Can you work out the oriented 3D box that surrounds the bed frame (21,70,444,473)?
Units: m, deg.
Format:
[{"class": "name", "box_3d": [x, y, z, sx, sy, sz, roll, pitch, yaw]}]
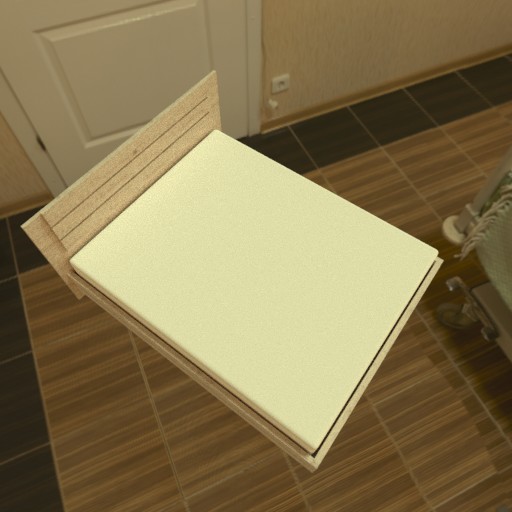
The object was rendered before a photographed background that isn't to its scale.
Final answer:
[{"class": "bed frame", "box_3d": [0.000, 0.000, 2.997, 2.080, 0.970, 1.750, 32, 64, 18]}]
